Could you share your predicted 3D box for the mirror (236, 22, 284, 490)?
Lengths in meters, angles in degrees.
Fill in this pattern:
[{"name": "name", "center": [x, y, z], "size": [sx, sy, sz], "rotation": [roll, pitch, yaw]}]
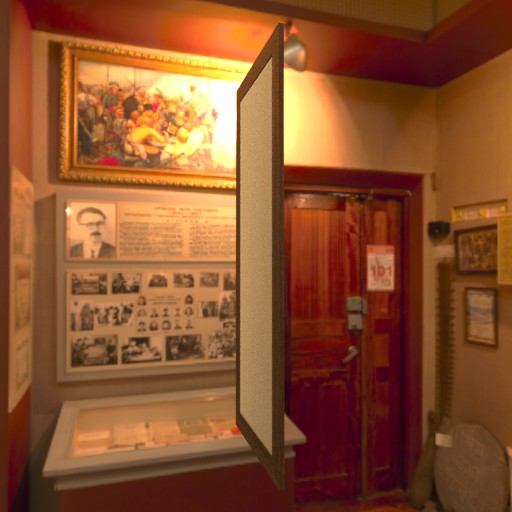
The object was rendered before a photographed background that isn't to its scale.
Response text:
[{"name": "mirror", "center": [0.000, 0.000, 2.319], "size": [0.025, 2.032, 0.812], "rotation": [0, -1, -16]}]
